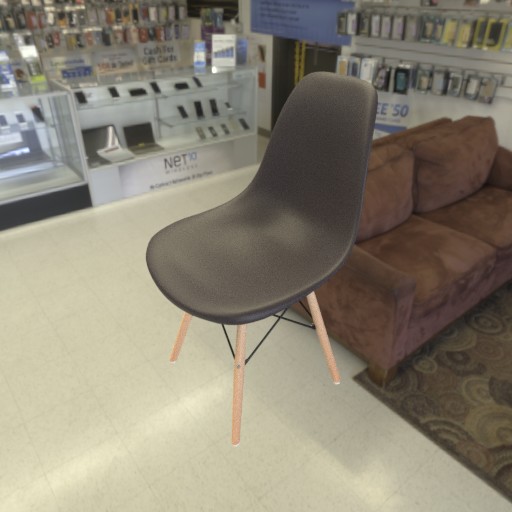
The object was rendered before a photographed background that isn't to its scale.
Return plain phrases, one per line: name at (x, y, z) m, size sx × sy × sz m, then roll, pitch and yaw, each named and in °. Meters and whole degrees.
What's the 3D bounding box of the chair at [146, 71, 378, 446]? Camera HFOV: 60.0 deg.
chair at (0.000, 0.000, 1.148) m, size 0.533 × 0.825 × 0.470 m, roll -21°, pitch 38°, yaw -29°
